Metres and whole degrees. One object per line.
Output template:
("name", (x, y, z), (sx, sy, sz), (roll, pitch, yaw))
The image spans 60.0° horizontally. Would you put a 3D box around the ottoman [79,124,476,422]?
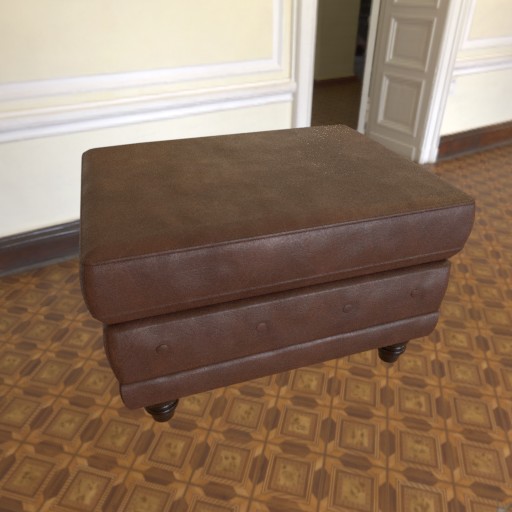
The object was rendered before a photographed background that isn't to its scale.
("ottoman", (0.000, 0.000, 1.156), (0.795, 0.509, 0.588), (-10, 33, -15))
